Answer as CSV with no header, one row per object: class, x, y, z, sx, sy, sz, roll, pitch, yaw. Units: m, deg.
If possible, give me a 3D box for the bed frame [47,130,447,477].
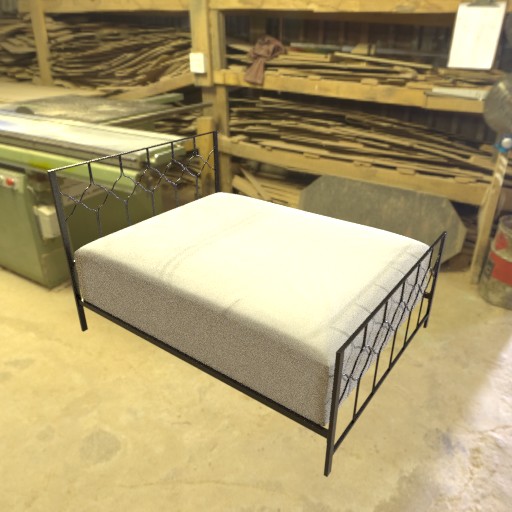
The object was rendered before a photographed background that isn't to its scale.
bed frame,0.000,0.000,3.068,2.063,1.222,1.597,18,32,32
